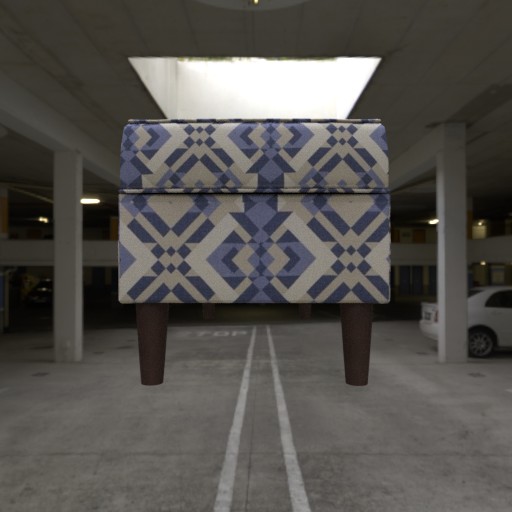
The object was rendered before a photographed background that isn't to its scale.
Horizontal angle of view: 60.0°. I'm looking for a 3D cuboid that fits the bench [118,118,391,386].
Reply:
[{"bbox_3d":[0.000,0.000,1.273,0.492,0.477,1.016,0,-1,0],"label":"bench"}]
